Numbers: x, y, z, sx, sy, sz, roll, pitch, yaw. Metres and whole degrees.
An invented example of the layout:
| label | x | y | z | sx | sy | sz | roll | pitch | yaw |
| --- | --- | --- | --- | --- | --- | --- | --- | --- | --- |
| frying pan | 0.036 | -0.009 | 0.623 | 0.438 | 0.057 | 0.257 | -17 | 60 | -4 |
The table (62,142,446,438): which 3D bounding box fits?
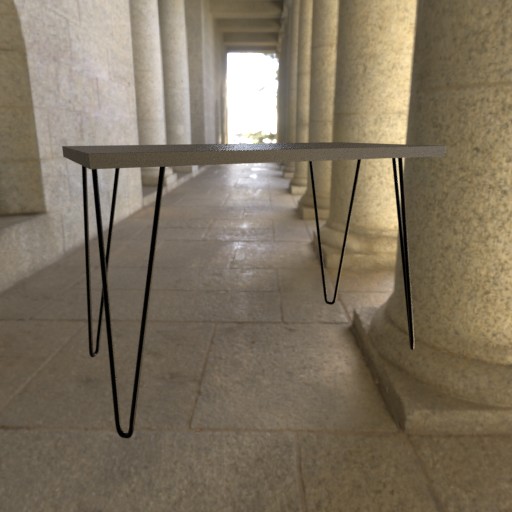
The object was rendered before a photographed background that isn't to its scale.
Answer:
| label | x | y | z | sx | sy | sz | roll | pitch | yaw |
| --- | --- | --- | --- | --- | --- | --- | --- | --- | --- |
| table | 0.000 | 0.000 | 1.370 | 0.991 | 0.660 | 0.499 | -8 | 18 | -27 |
